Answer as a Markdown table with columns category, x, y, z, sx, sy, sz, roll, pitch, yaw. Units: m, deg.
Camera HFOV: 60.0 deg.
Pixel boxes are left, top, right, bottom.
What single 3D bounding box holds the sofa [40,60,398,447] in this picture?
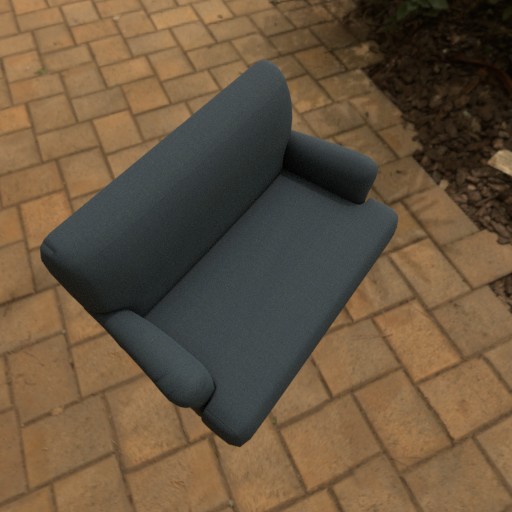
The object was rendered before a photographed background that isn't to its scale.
| category | x | y | z | sx | sy | sz | roll | pitch | yaw |
| --- | --- | --- | --- | --- | --- | --- | --- | --- | --- |
| sofa | 0.000 | 0.000 | 1.810 | 0.779 | 0.889 | 1.297 | 32 | 63 | 19 |
